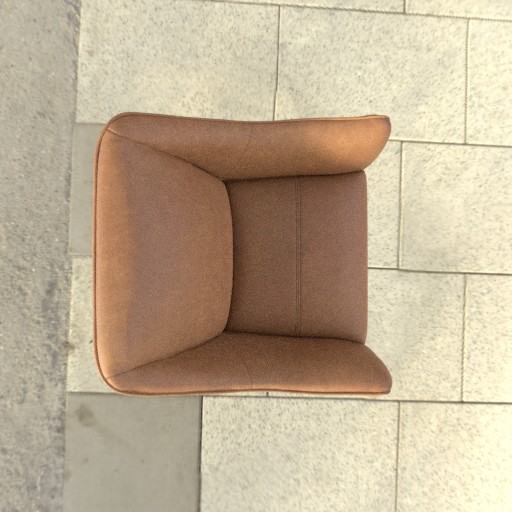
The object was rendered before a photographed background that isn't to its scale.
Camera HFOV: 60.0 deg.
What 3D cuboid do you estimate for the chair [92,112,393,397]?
[{"bbox_3d":[0.000,0.000,1.522,0.852,0.830,0.871,0,89,-2],"label":"chair"}]
